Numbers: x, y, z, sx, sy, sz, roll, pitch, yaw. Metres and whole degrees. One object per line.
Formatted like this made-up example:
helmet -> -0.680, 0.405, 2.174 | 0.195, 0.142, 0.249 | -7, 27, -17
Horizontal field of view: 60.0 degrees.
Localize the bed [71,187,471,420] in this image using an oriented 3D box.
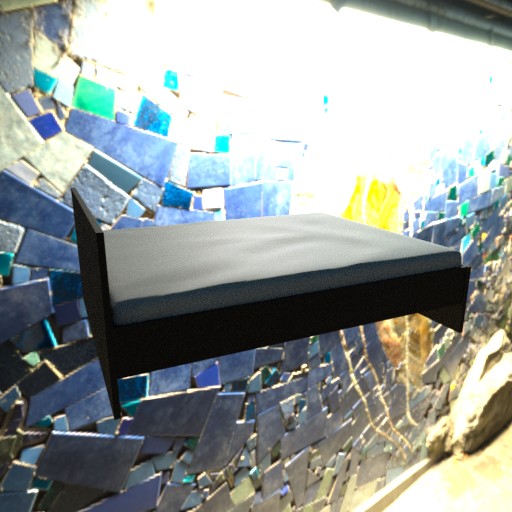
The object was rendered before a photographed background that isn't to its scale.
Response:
bed -> 0.000, 0.000, 2.893 | 2.073, 0.823, 1.585 | -7, 17, -24
